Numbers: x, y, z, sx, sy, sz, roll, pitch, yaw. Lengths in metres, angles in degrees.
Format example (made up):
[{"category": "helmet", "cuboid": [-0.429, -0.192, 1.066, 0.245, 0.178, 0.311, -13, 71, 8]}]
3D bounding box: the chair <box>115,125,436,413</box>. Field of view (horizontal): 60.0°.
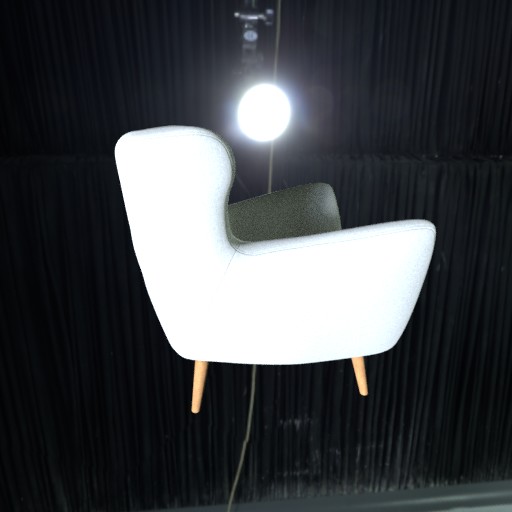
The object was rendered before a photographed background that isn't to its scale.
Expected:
[{"category": "chair", "cuboid": [0.000, 0.000, 1.578, 0.889, 0.889, 0.890, -3, 17, -11]}]
